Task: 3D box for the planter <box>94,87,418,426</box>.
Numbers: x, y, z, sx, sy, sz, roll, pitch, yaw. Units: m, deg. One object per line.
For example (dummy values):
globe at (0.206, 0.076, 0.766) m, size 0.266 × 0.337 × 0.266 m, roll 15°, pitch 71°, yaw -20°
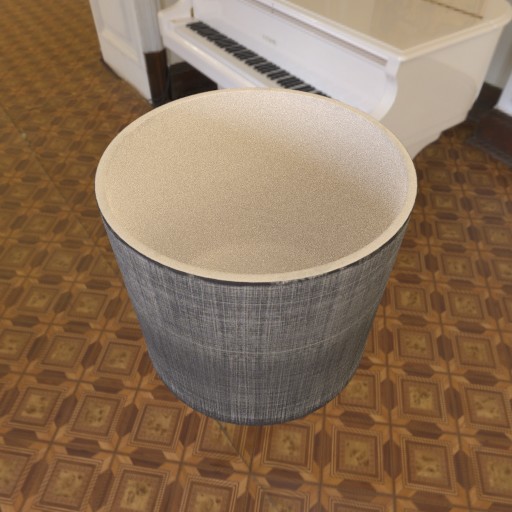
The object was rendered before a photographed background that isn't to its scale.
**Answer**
planter at (0.000, 0.000, 0.308) m, size 0.178 × 0.157 × 0.178 m, roll 0°, pitch 47°, yaw 0°
